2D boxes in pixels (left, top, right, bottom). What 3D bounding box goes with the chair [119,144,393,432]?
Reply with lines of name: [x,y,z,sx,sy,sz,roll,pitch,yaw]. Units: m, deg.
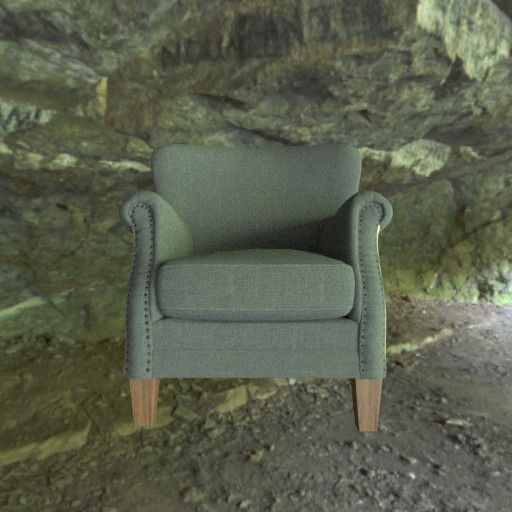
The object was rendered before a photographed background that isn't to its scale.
chair: [0.000,0.000,1.598,0.861,0.936,0.921,0,2,0]
